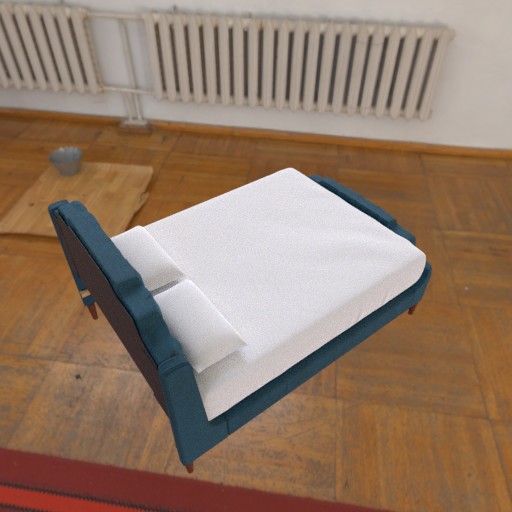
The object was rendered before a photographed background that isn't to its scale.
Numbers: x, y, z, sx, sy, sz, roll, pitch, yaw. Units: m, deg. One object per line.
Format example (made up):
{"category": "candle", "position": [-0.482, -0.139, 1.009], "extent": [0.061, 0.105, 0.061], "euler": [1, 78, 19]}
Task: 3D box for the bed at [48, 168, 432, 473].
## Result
{"category": "bed", "position": [0.000, 0.000, 3.349], "extent": [2.322, 1.351, 1.676], "euler": [-27, 49, -26]}
